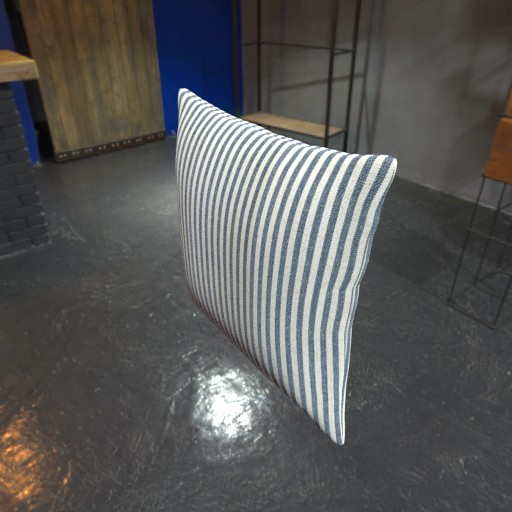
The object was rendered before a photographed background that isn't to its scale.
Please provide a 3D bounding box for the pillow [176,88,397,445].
[{"bbox_3d":[0.000,0.000,0.811,0.166,0.510,0.523,-21,37,-30],"label":"pillow"}]
